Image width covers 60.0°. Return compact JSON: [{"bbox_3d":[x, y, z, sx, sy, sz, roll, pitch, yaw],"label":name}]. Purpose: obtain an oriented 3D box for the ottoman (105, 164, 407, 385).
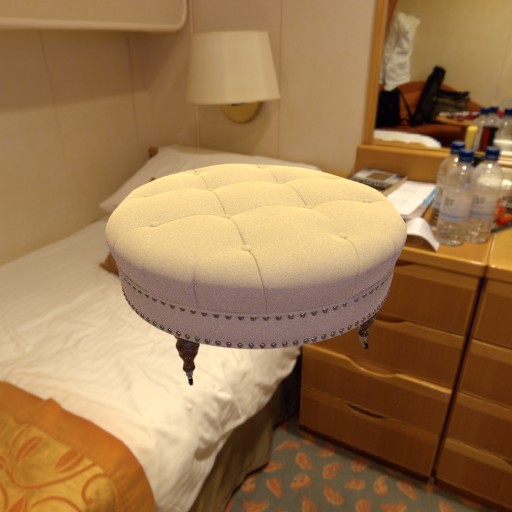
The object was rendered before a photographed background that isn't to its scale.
[{"bbox_3d":[0.000,0.000,1.429,0.901,0.439,0.901,0,26,0],"label":"ottoman"}]
